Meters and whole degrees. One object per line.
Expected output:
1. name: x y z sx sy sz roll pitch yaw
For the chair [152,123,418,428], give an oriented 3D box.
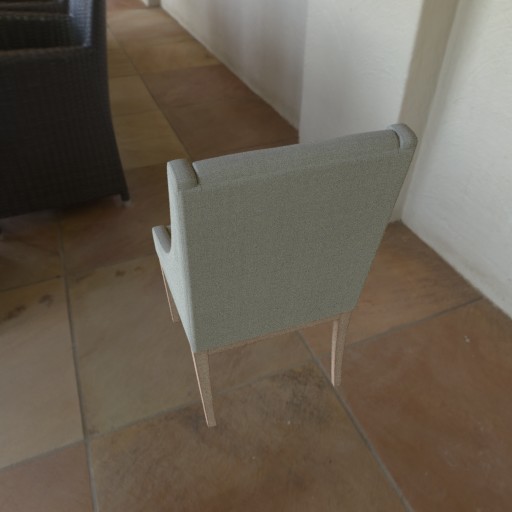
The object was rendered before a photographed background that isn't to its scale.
1. chair: 0.000 0.000 1.409 0.575 1.021 0.611 -13 42 -14
